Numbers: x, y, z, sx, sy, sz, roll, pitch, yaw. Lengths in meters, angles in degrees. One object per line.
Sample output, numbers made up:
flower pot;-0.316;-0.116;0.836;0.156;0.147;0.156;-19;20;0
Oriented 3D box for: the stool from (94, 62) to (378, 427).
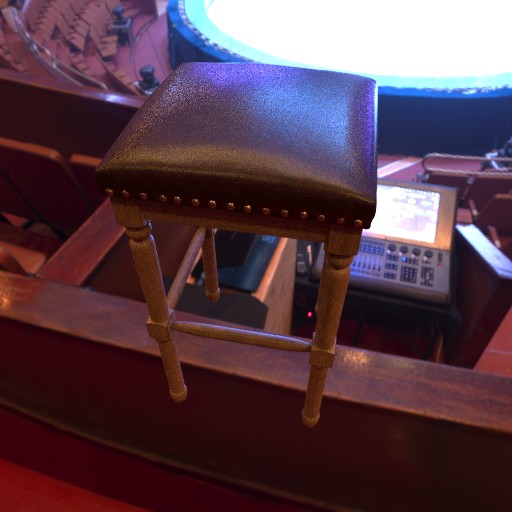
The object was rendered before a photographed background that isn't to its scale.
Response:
stool;0.000;0.000;0.912;0.382;0.702;0.383;8;45;8
